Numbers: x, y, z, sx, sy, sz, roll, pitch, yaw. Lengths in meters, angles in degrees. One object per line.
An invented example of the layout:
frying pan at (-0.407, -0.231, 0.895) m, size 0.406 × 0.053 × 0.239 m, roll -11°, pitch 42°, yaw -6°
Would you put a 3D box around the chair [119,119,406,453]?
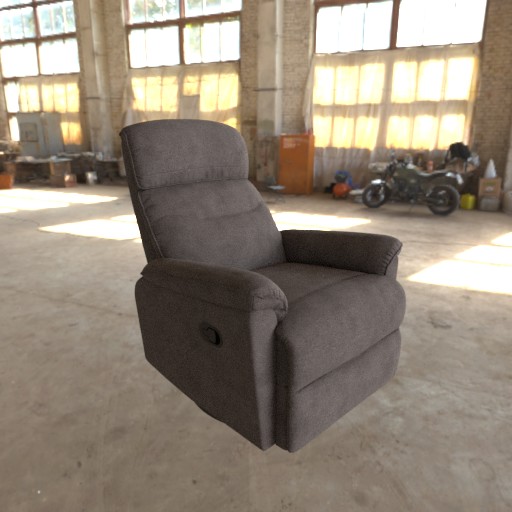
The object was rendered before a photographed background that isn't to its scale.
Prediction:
chair at (0.000, 0.000, 1.731) m, size 1.009 × 1.036 × 0.830 m, roll 15°, pitch 22°, yaw 43°
